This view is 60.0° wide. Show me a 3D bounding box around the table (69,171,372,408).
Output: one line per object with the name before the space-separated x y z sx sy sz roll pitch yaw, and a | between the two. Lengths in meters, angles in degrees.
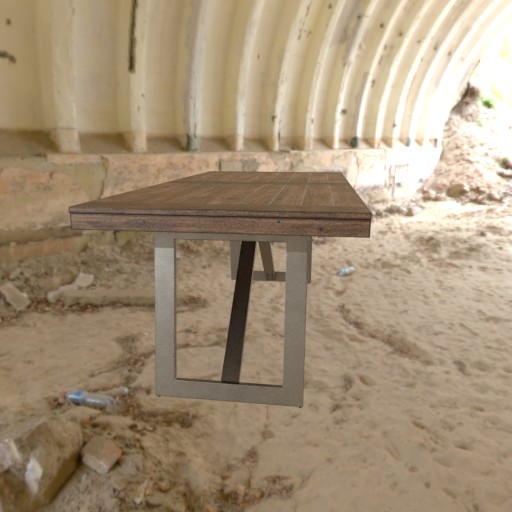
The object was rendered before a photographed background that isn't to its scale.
table | 0.000 0.000 2.323 0.931 0.757 1.867 2 14 8
